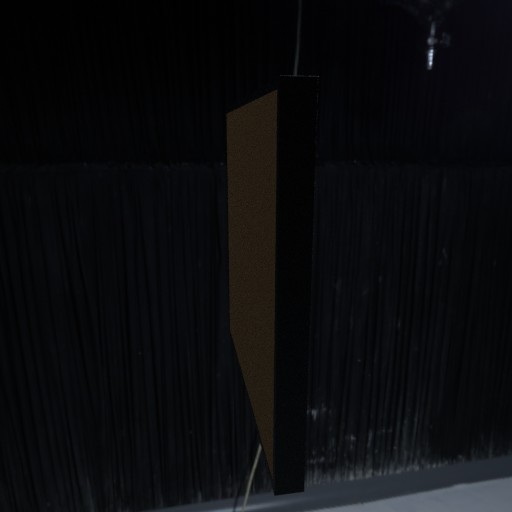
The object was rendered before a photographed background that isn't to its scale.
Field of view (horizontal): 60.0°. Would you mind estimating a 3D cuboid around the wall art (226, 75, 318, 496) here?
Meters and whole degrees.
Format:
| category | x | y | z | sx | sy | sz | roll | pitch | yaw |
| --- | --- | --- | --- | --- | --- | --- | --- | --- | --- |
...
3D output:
| category | x | y | z | sx | sy | sz | roll | pitch | yaw |
| --- | --- | --- | --- | --- | --- | --- | --- | --- | --- |
| wall art | 0.000 | 0.000 | 0.755 | 0.040 | 0.509 | 0.509 | -3 | 15 | -10 |
